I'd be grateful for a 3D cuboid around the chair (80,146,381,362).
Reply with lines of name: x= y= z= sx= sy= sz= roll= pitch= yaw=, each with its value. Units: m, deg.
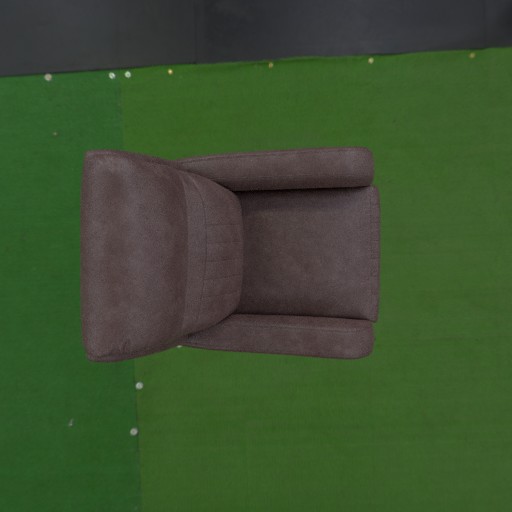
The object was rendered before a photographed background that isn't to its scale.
chair: x=0.000 y=0.000 z=1.798 sx=1.067 sy=1.067 sz=0.865 roll=0 pitch=91 yaw=1
